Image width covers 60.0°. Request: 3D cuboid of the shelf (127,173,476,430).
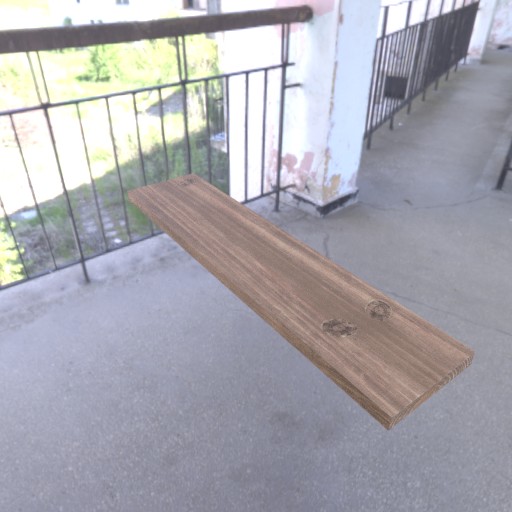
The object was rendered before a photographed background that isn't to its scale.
[{"bbox_3d":[0.000,0.000,0.654,0.140,0.020,0.610,-22,39,-30],"label":"shelf"}]
